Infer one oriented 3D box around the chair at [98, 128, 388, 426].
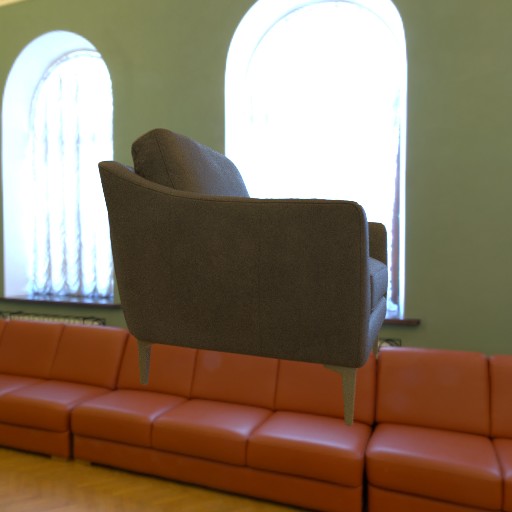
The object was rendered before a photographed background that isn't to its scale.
[{"bbox_3d":[0.000,0.000,1.735,0.961,0.901,0.988,0,1,20],"label":"chair"}]
